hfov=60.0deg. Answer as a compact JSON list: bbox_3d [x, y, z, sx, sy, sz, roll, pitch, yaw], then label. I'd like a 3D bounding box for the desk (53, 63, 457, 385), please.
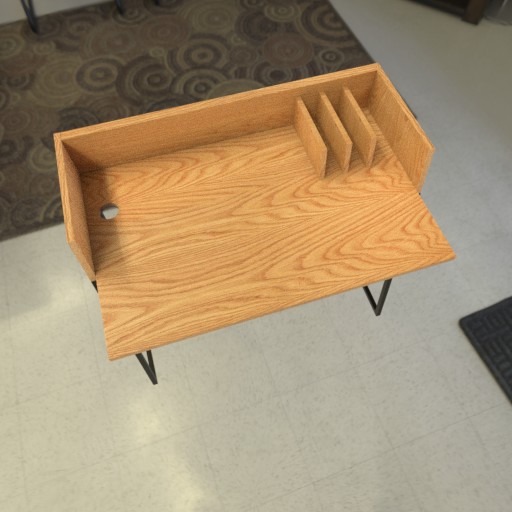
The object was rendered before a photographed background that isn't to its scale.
[{"bbox_3d":[0.000,0.000,1.867,1.191,1.061,0.769,-15,63,-8],"label":"desk"}]
